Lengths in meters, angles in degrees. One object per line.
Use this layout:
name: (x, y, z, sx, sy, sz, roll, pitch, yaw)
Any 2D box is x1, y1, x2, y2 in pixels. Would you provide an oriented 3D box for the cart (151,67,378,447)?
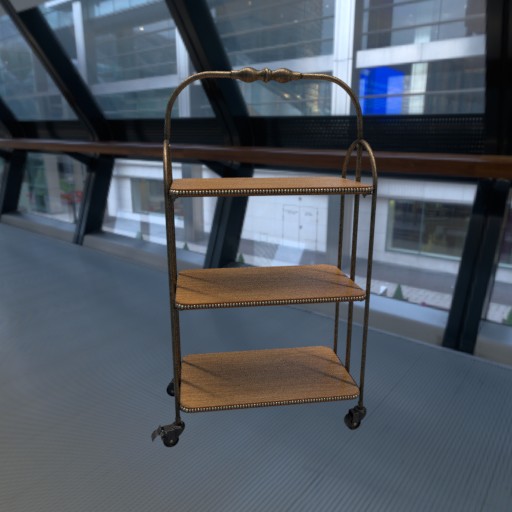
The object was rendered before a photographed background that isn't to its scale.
cart: (0.000, 0.000, 1.329, 0.650, 1.052, 0.330, -2, 15, -8)
